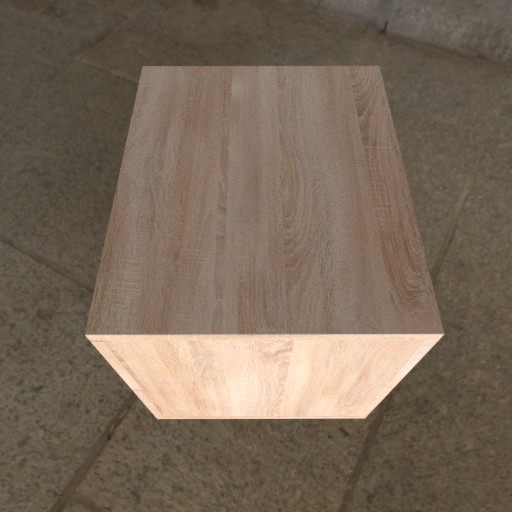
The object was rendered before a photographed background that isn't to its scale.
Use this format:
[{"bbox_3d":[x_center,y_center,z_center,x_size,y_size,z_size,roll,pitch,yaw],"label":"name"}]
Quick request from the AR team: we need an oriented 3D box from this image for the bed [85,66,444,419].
[{"bbox_3d":[0.000,0.000,0.770,0.401,0.420,0.460,0,58,0],"label":"bed"}]
